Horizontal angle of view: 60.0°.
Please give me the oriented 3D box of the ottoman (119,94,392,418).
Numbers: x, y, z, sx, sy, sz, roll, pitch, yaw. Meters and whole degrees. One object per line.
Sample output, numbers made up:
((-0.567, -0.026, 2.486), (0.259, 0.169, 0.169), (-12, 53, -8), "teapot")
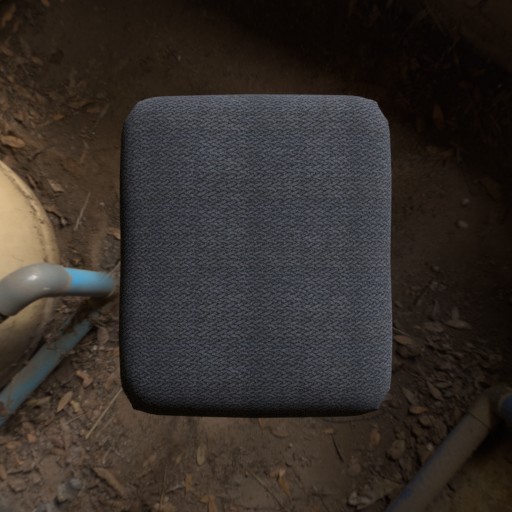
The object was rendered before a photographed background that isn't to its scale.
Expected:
((0.000, 0.000, 1.151), (0.622, 0.450, 0.747), (0, 89, 1), "ottoman")
